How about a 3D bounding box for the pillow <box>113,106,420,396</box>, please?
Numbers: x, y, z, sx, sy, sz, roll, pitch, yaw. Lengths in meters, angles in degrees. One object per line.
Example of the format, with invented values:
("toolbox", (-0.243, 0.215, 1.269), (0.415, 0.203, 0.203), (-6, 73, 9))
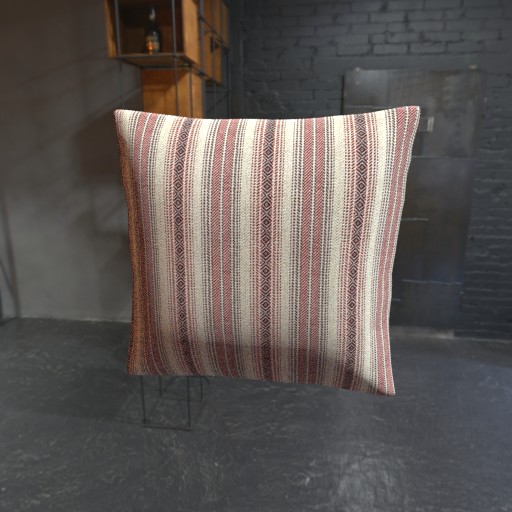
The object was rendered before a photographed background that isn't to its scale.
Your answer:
("pillow", (0.000, 0.000, 0.781), (0.513, 0.497, 0.166), (2, 14, 9))
